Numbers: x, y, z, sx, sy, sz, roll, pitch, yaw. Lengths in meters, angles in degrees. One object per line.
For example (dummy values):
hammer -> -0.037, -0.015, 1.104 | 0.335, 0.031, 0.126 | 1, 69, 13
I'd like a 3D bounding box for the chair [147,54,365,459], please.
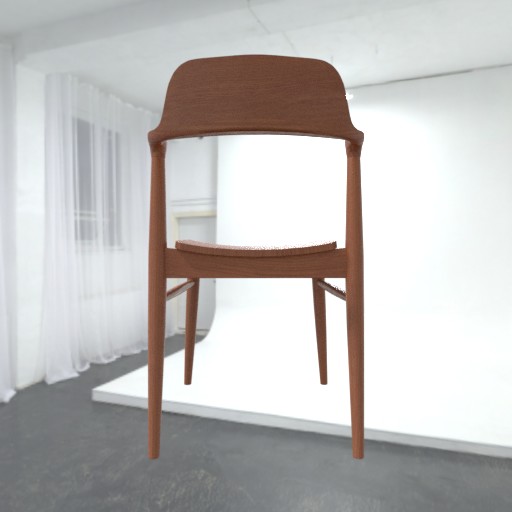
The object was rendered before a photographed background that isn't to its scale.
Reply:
chair -> 0.000, 0.000, 1.124 | 0.496, 0.801, 0.499 | 0, 1, 0
